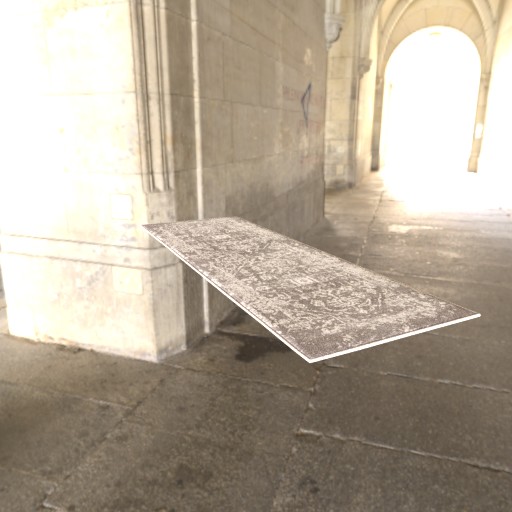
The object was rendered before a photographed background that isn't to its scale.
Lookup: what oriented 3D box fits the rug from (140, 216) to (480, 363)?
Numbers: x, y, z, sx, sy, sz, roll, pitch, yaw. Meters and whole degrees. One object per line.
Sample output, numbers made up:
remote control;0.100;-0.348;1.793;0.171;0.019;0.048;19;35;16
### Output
rug;0.000;0.000;2.698;0.855;0.017;2.452;-8;18;-26
